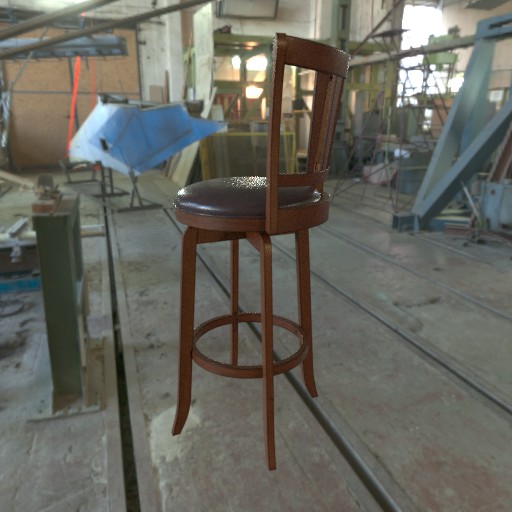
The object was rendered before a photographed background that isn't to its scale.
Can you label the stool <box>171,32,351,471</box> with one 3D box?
[{"bbox_3d":[0.000,0.000,1.387,0.503,1.177,0.464,8,19,24],"label":"stool"}]
